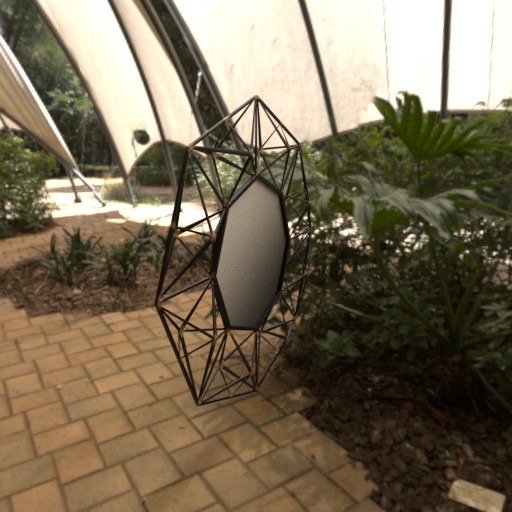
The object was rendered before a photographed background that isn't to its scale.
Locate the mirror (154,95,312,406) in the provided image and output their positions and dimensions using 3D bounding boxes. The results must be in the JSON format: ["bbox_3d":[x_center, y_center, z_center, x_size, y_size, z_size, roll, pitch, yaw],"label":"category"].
[{"bbox_3d":[0.000,0.000,1.036,0.094,0.710,0.710,8,17,27],"label":"mirror"}]
